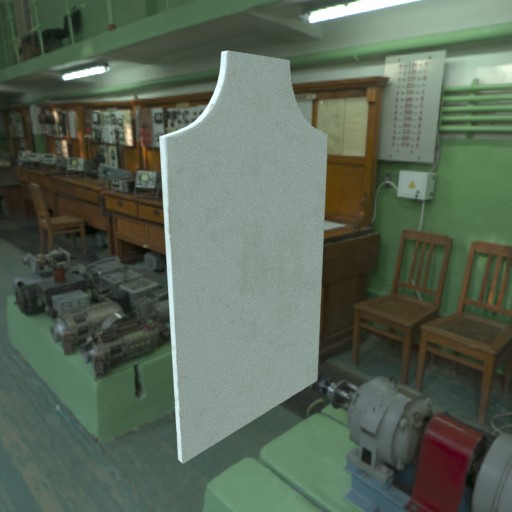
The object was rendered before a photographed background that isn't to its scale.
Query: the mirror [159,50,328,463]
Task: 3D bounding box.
[{"bbox_3d":[0.000,0.000,0.865,0.403,0.717,0.022,-15,22,-42],"label":"mirror"}]
